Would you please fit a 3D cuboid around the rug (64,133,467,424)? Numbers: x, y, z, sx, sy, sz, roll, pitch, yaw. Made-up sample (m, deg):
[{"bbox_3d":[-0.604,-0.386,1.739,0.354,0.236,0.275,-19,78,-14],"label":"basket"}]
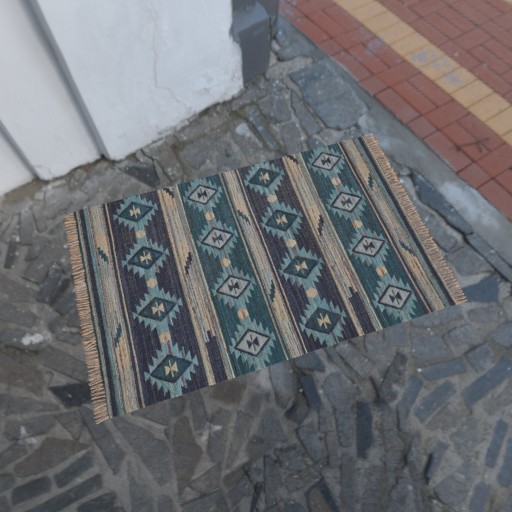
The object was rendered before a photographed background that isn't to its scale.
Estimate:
[{"bbox_3d":[0.000,0.000,2.403,1.936,0.028,1.181,-16,65,-8],"label":"rug"}]
